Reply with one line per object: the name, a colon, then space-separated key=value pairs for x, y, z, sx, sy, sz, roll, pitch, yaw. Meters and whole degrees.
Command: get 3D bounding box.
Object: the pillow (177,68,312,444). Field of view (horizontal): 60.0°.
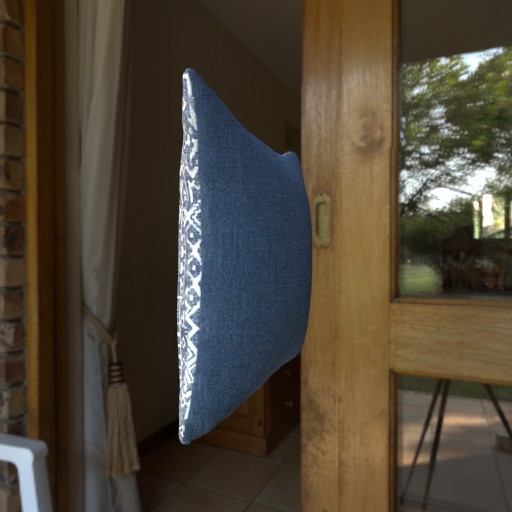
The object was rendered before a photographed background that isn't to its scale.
pillow: x=0.000 y=0.000 z=0.809 sx=0.180 sy=0.487 sz=0.546 roll=0 pitch=1 yaw=19
